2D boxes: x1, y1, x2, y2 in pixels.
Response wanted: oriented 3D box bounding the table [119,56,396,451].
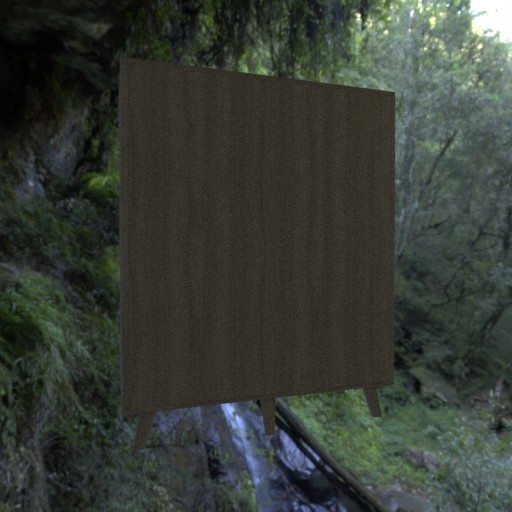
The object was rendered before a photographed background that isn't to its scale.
[{"bbox_3d":[0.000,0.000,1.899,1.111,1.388,0.398,0,1,-18],"label":"table"}]
